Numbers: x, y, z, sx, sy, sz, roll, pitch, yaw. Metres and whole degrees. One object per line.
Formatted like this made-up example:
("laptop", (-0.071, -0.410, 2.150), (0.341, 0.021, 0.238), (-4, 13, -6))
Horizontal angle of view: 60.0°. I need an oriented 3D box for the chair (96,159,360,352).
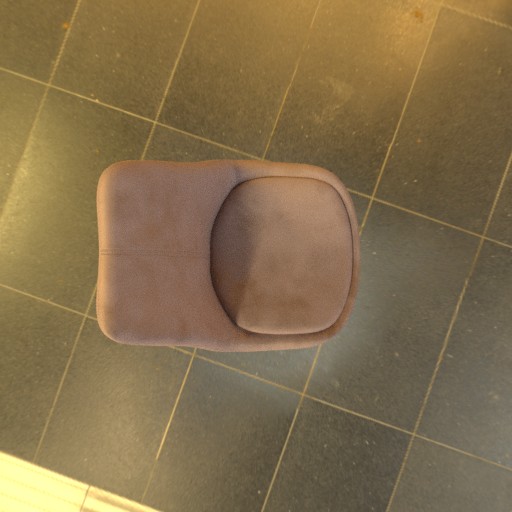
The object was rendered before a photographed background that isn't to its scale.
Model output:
("chair", (0.000, 0.000, 1.192), (0.547, 0.865, 0.483), (0, 89, 1))
